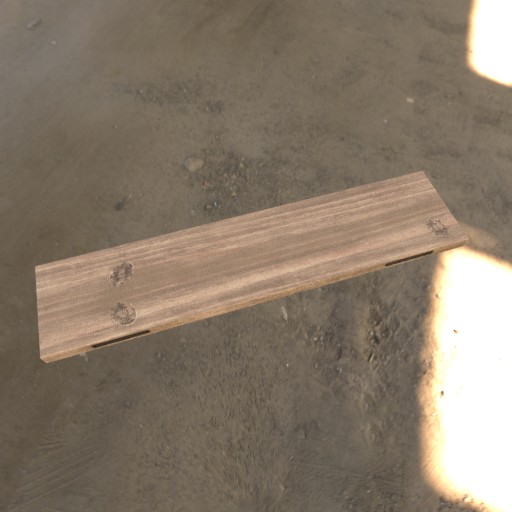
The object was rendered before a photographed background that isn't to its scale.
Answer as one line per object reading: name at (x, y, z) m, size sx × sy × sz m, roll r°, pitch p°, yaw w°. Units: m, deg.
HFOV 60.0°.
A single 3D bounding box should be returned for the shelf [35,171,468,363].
shelf at (0.000, 0.000, 0.646) m, size 0.610 × 0.020 × 0.140 m, roll -15°, pitch 60°, yaw -9°
